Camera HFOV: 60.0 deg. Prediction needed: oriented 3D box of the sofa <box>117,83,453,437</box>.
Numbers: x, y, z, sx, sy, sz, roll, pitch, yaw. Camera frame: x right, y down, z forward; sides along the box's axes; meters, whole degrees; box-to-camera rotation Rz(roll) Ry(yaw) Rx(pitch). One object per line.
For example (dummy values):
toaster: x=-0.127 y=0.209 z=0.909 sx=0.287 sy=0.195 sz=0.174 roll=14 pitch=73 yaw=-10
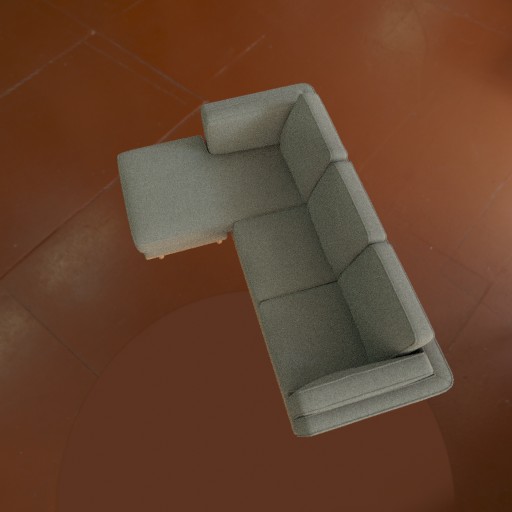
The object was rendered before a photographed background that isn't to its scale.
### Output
sofa: x=0.000 y=0.000 z=3.056 sx=1.604 sy=0.929 sz=2.411 roll=-15 pitch=65 yaw=-7
